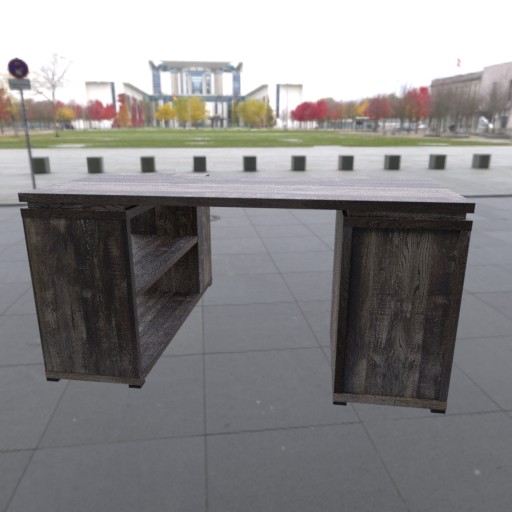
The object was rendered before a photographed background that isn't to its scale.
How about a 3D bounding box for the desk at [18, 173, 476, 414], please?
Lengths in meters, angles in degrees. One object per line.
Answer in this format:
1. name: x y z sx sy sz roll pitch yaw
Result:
1. desk: 0.000 0.000 2.133 1.524 0.753 1.200 2 17 8
